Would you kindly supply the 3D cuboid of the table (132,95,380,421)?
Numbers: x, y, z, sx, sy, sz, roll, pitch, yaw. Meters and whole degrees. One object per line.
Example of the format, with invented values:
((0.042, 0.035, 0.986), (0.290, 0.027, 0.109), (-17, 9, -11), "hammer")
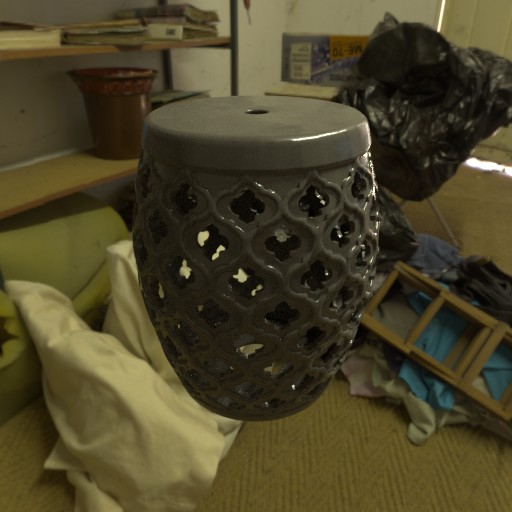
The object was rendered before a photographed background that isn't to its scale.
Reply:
((0.000, 0.000, 0.617), (0.325, 0.388, 0.325), (0, 29, 0), "table")
